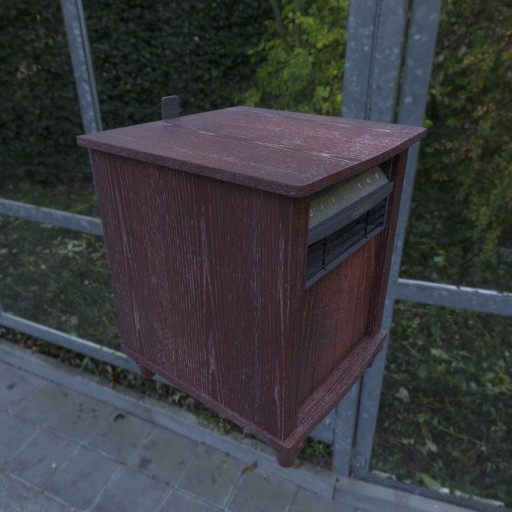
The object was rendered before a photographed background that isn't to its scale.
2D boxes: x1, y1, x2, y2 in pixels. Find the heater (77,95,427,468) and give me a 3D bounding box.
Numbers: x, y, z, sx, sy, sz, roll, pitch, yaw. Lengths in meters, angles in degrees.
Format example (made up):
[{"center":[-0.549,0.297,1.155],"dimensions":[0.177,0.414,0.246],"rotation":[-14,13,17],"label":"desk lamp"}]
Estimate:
[{"center":[0.000,0.000,0.744],"dimensions":[0.400,0.481,0.362],"rotation":[19,32,33],"label":"heater"}]
